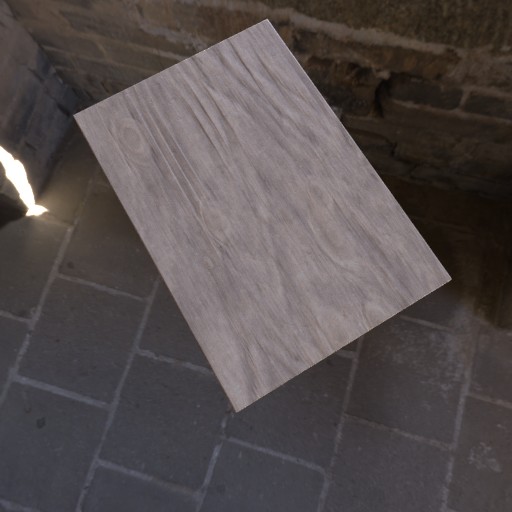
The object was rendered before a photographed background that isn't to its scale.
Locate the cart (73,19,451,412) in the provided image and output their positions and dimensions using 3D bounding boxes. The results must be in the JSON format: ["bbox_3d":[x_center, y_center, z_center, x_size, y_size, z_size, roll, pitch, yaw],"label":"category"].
[{"bbox_3d":[0.000,0.000,1.149,0.403,0.839,0.584,-30,78,-7],"label":"cart"}]
